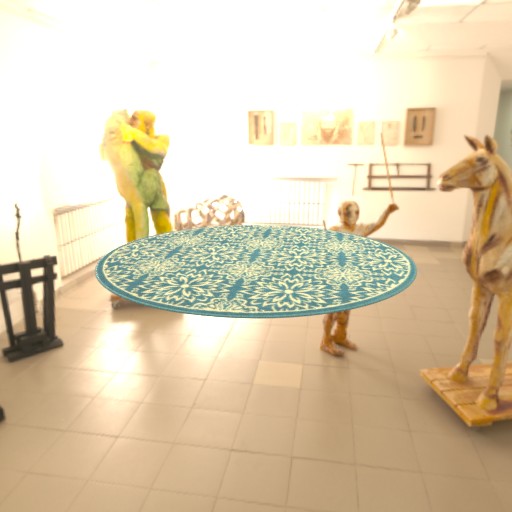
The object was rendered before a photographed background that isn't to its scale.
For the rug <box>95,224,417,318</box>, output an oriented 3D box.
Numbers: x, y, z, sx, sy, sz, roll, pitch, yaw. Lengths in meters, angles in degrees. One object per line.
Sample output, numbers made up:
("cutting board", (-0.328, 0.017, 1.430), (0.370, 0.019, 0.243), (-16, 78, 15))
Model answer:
("rug", (0.000, 0.000, 2.320), (1.593, 0.012, 1.593), (0, 16, 0))
